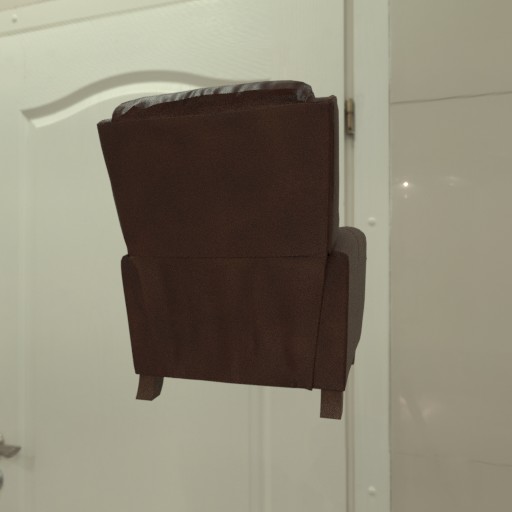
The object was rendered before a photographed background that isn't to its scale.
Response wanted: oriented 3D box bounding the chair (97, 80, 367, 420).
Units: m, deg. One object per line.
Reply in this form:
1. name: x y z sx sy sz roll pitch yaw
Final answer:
1. chair: 0.000 0.000 1.773 0.826 1.022 1.089 0 -1 17
